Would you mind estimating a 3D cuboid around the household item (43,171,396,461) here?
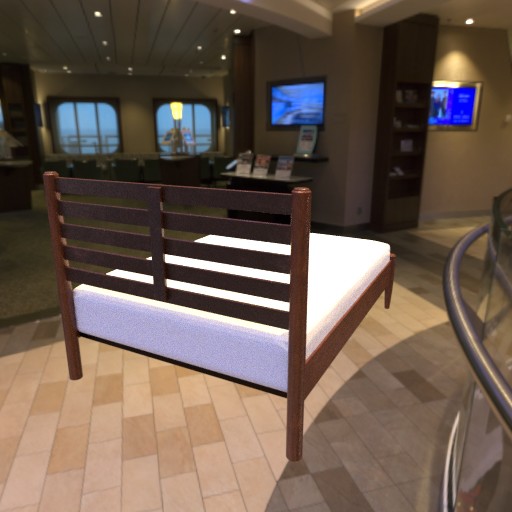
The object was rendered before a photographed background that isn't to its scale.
[{"bbox_3d":[0.000,0.000,3.333,1.663,1.356,2.232,8,18,27],"label":"household item"}]
